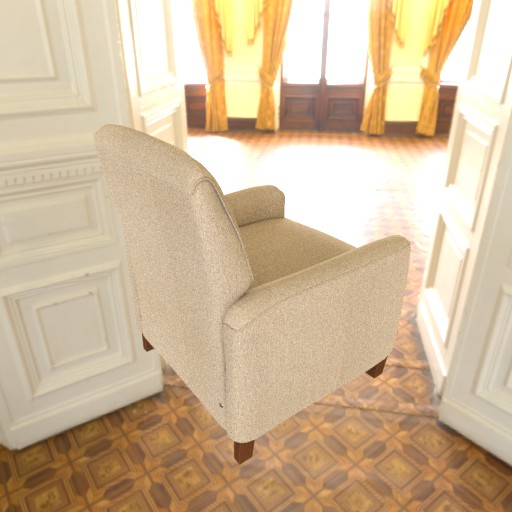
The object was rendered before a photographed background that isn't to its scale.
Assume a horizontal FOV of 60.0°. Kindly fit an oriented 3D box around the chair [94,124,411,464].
[{"bbox_3d":[0.000,0.000,1.663,0.864,1.014,0.848,-19,33,-32],"label":"chair"}]
